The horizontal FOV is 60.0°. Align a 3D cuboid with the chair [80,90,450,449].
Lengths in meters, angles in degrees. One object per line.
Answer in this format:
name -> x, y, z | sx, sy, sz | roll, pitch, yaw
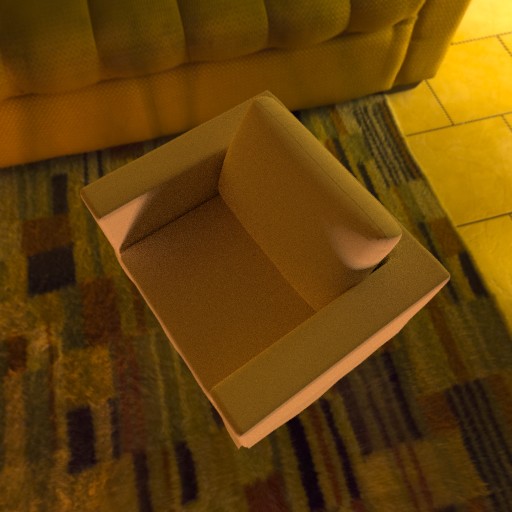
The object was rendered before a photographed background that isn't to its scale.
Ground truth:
chair -> 0.000, 0.000, 1.837 | 0.957, 0.878, 1.150 | -33, 68, -15
